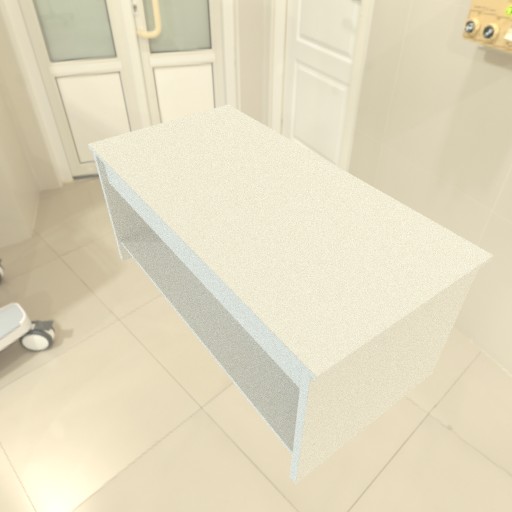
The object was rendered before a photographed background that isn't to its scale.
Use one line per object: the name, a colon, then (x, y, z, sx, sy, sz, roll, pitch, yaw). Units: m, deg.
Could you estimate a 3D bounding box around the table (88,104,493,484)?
table: (0.000, 0.000, 1.264, 0.500, 0.441, 1.000, -26, 47, -27)
